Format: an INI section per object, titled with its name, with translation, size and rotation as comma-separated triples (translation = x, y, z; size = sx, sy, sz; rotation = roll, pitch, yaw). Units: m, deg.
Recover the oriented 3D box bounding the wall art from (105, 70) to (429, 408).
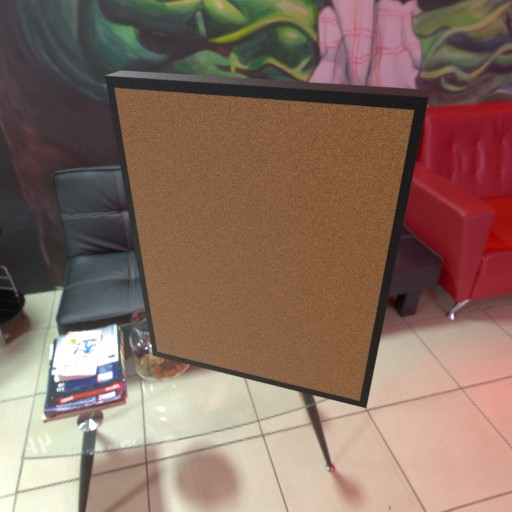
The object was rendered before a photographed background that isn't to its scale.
[wall art]
translation = 0.000, 0.000, 0.496
size = 0.294, 0.369, 0.030
rotation = 10, 33, 15
